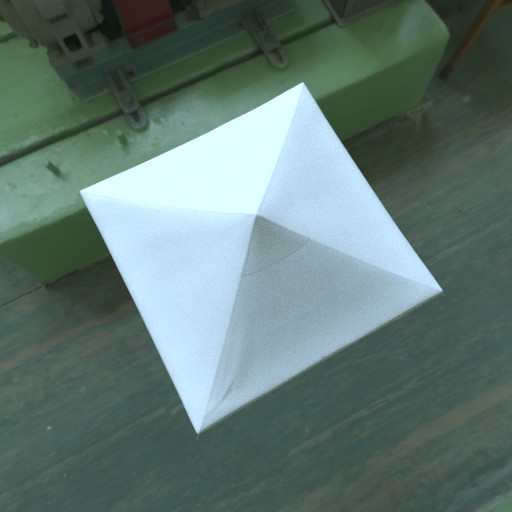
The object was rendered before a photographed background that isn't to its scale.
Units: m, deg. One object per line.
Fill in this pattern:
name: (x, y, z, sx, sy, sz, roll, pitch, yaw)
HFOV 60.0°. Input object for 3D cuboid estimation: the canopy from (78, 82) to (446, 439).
canopy: (0.000, 0.000, 5.444, 2.994, 2.998, 2.996, -28, 77, -7)
